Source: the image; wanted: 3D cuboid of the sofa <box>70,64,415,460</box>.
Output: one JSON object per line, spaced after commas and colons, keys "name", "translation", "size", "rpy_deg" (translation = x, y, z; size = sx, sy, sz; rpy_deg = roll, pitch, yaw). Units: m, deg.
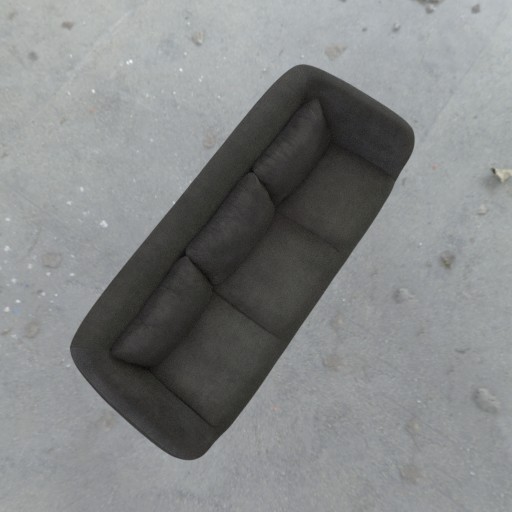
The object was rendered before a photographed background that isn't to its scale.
{"name": "sofa", "translation": [0.000, 0.000, 2.757], "size": [0.956, 0.875, 2.296], "rpy_deg": [35, 78, 8]}
